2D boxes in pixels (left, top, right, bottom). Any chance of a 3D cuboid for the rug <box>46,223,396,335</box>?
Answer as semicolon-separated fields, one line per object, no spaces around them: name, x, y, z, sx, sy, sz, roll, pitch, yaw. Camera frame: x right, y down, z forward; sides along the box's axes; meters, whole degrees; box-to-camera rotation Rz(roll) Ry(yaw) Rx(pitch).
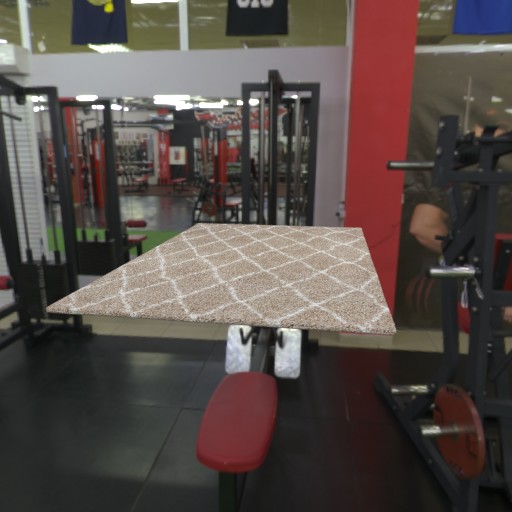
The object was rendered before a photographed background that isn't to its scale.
rug;0.000;0.000;3.485;1.778;0.030;2.743;2;14;9
